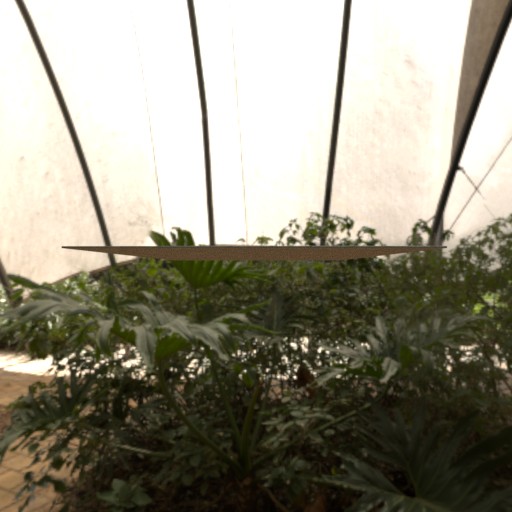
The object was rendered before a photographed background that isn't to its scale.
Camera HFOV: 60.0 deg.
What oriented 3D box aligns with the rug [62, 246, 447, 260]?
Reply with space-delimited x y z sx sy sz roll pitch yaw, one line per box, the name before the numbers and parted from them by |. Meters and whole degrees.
rug | 0.000 0.000 2.867 1.522 0.008 2.284 0 -2 0
